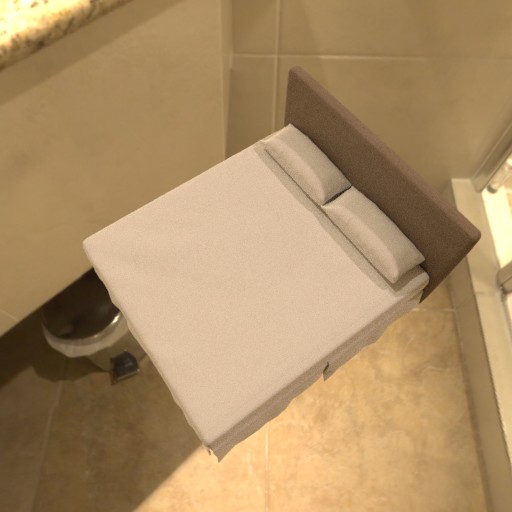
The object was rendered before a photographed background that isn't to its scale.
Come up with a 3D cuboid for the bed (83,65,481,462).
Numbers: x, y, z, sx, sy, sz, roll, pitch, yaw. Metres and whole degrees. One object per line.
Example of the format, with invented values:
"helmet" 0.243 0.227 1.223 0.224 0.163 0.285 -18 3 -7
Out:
"bed" 0.000 0.000 3.621 2.341 1.317 2.119 -33 68 -15
